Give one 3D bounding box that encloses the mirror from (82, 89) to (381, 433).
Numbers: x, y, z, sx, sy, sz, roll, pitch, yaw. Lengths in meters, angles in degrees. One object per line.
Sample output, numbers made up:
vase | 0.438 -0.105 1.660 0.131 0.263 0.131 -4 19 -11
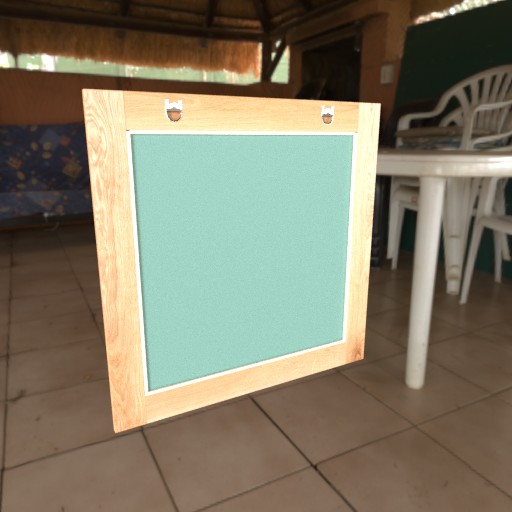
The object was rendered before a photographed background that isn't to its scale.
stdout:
mirror | 0.000 0.000 1.185 0.800 0.800 0.020 -8 17 -28
